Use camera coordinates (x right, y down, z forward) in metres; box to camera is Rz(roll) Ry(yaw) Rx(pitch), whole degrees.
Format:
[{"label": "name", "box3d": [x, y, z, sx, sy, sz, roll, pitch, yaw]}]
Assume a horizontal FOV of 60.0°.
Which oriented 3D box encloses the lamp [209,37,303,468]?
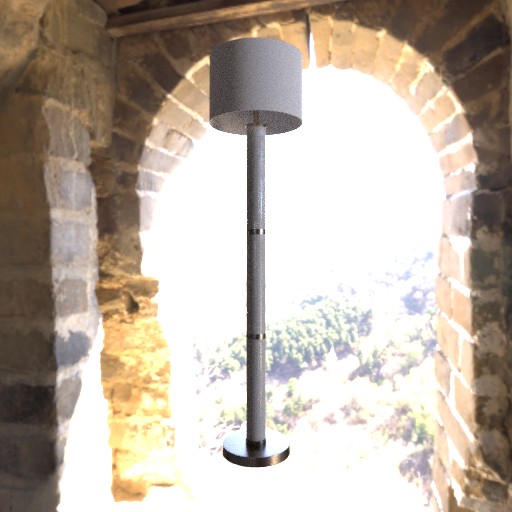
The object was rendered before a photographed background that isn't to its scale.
[{"label": "lamp", "box3d": [0.000, 0.000, 1.802, 0.377, 1.599, 0.377, -1, 1, -36]}]
